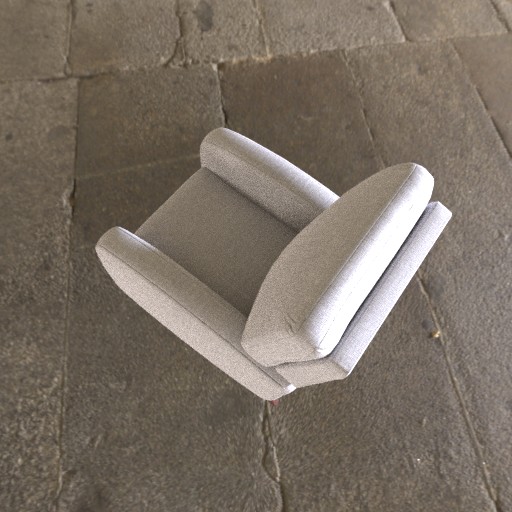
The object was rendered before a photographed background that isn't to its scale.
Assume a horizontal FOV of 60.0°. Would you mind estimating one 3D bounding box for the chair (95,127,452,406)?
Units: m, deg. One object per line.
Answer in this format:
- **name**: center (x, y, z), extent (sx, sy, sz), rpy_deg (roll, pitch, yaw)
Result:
- **chair**: center (0.000, 0.000, 1.667), extent (0.990, 0.990, 0.762), rpy_deg (34, 68, 16)
